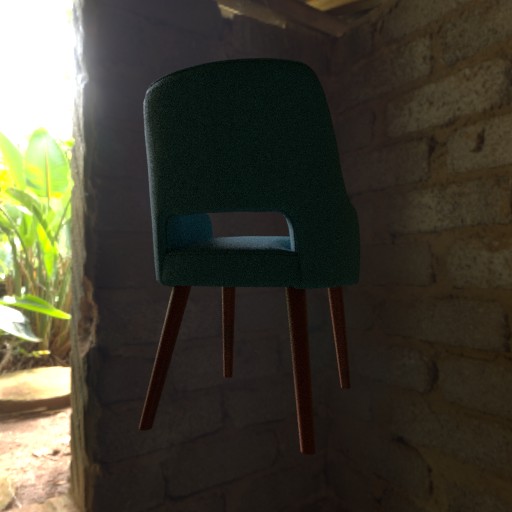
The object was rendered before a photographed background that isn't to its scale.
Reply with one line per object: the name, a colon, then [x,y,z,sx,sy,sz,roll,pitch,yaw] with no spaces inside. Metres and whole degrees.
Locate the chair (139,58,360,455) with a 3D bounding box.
chair: [0.000,0.000,1.246,0.548,0.849,0.605,0,-1,20]
